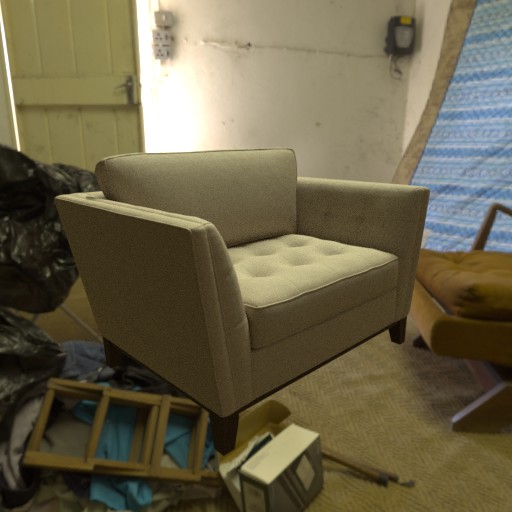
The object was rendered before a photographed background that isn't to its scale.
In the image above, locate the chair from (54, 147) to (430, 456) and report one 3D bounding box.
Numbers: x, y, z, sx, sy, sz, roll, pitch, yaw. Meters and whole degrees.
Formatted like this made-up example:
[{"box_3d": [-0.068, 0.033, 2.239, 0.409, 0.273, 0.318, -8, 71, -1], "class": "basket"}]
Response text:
[{"box_3d": [0.000, 0.000, 2.035, 1.397, 0.940, 0.965, -14, 21, -42], "class": "chair"}]
